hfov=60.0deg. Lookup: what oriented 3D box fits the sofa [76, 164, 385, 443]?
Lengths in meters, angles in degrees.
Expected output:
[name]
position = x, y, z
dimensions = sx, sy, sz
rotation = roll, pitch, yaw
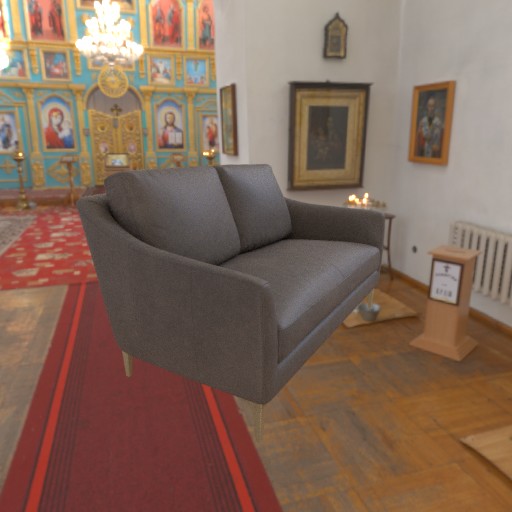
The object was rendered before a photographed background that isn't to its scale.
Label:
[sofa]
position = 0.000, 0.000, 2.266
dimensions = 0.960, 0.902, 1.619
rotation = 7, 16, 28
